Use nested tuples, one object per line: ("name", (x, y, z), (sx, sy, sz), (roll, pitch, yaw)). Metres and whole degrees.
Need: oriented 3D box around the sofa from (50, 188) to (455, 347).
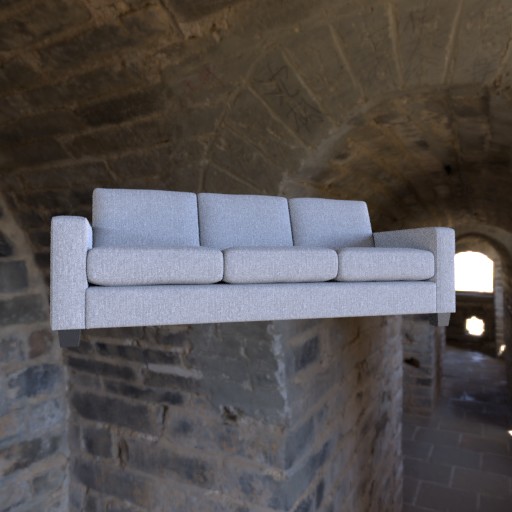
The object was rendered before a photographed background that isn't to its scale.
("sofa", (0.000, 0.000, 2.612), (2.120, 0.800, 0.900), (0, -1, -18))
